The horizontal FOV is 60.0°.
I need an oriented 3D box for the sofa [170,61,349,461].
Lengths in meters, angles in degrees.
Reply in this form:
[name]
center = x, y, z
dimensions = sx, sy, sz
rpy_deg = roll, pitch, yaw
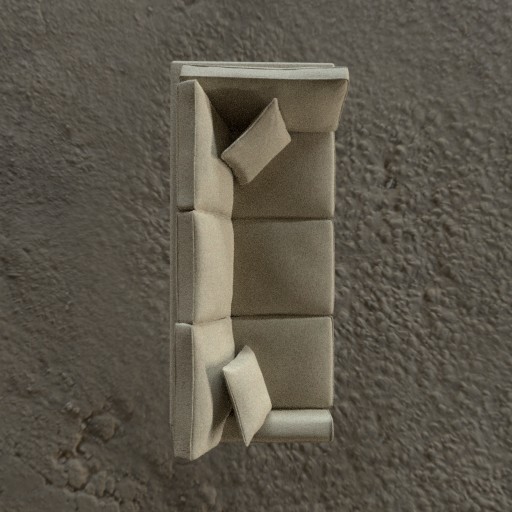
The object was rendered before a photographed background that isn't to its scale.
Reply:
[sofa]
center = 0.000, 0.000, 2.899
dimensions = 1.061, 0.962, 2.317
rpy_deg = 0, 89, -1
